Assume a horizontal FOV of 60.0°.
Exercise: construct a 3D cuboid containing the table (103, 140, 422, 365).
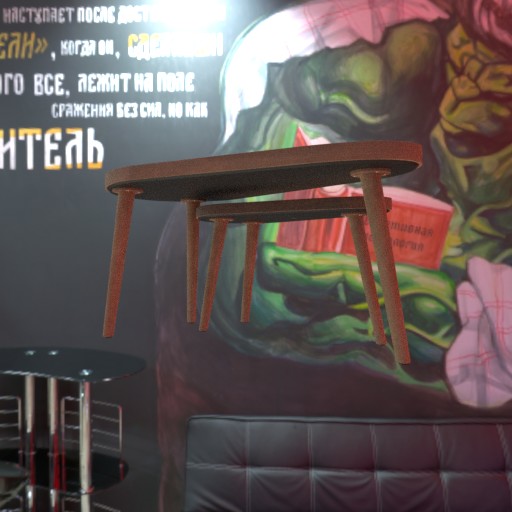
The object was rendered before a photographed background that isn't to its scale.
[{"bbox_3d":[0.000,0.000,1.595,1.190,0.595,0.701,0,0,35],"label":"table"}]
